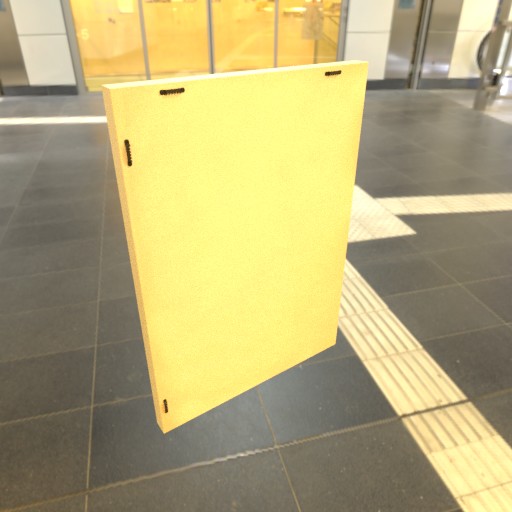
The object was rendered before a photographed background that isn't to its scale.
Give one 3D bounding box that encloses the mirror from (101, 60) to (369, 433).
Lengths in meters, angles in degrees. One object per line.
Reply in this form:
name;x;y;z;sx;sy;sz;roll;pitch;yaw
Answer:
mirror;0.000;0.000;0.918;0.507;0.710;0.040;-19;35;-29
